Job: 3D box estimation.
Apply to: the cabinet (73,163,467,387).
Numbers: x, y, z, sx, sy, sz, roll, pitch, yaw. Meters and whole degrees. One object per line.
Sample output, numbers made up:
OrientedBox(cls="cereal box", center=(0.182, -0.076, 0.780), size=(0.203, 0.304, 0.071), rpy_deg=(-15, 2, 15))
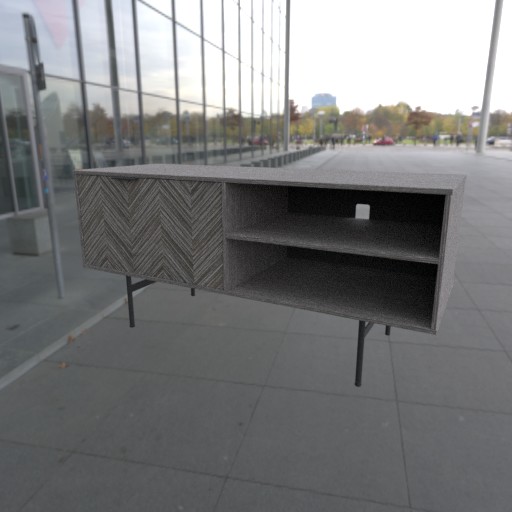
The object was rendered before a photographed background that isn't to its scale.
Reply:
OrientedBox(cls="cabinet", center=(0.000, 0.000, 1.615), size=(1.300, 0.599, 0.500), rpy_deg=(8, 17, 27))
